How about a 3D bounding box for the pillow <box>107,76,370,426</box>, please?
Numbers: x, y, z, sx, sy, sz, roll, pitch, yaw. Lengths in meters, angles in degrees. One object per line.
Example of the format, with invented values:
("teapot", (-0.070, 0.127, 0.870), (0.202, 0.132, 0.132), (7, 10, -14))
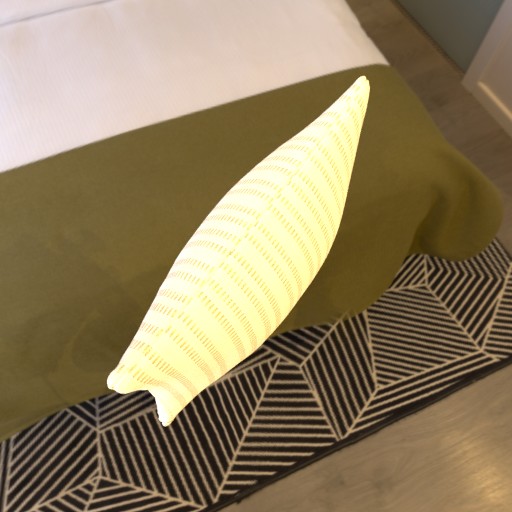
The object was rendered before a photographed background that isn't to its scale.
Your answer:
("pillow", (0.000, 0.000, 0.796), (0.210, 0.353, 0.640), (32, 68, 15))
